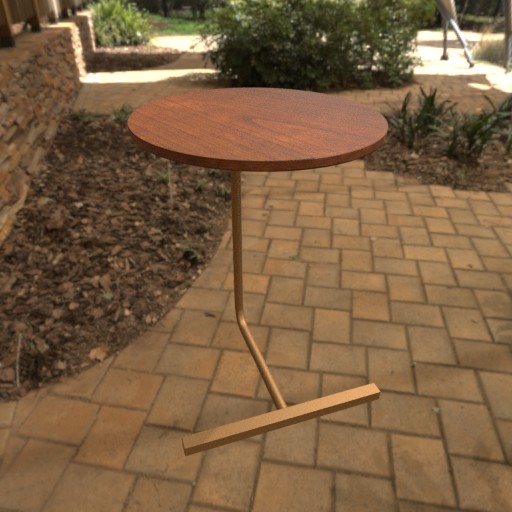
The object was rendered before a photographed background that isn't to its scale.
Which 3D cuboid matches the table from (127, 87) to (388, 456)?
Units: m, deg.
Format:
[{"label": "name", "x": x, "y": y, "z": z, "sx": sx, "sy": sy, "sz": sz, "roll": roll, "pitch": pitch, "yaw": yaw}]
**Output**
[{"label": "table", "x": 0.000, "y": 0.000, "z": 1.128, "sx": 0.530, "sy": 0.706, "sz": 0.577, "roll": -10, "pitch": 33, "yaw": -16}]
